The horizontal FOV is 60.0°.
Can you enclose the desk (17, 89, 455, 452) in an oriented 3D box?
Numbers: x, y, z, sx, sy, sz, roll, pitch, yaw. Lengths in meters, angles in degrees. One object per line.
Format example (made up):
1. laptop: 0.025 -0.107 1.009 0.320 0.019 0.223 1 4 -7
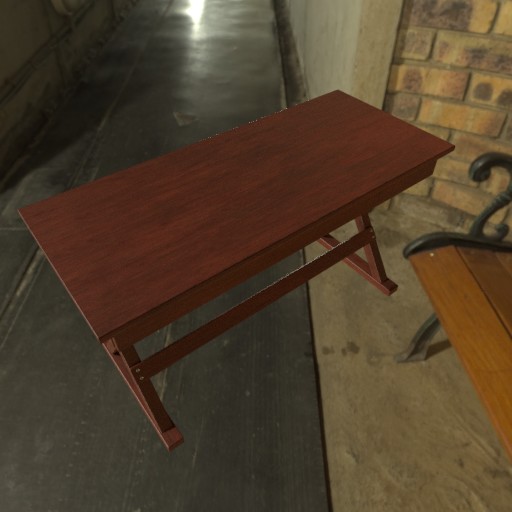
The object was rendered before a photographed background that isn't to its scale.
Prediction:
1. desk: 0.000 0.000 1.743 1.372 0.761 0.600 -29 51 -26
